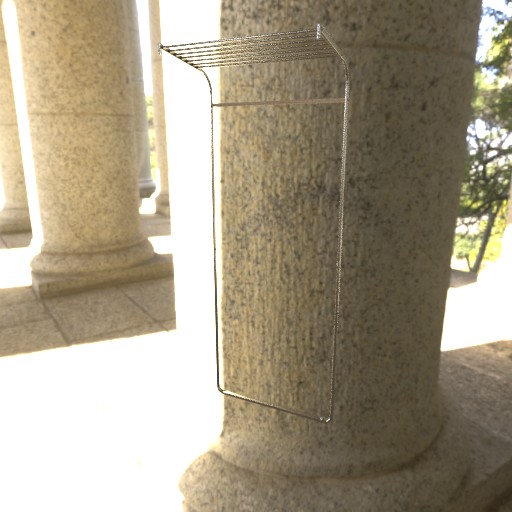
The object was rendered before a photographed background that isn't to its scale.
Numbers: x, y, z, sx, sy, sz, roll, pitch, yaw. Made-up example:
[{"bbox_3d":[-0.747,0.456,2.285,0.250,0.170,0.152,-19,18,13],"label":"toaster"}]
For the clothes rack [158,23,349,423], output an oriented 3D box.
[{"bbox_3d":[0.000,0.000,1.790,0.609,1.574,0.349,7,16,26],"label":"clothes rack"}]
